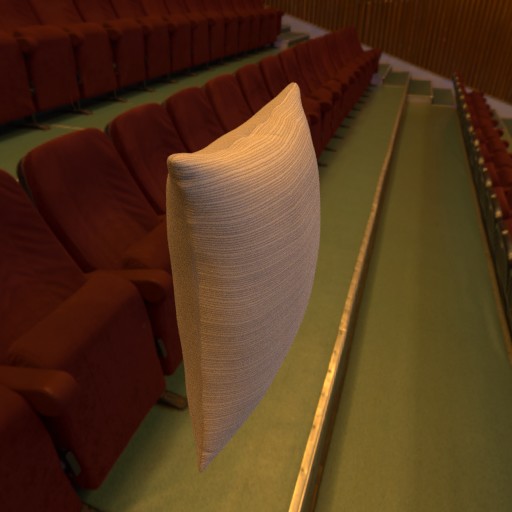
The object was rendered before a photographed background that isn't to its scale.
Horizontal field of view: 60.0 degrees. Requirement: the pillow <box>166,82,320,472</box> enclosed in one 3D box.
[{"bbox_3d":[0.000,0.000,0.764,0.204,0.497,0.512,9,31,16],"label":"pillow"}]
